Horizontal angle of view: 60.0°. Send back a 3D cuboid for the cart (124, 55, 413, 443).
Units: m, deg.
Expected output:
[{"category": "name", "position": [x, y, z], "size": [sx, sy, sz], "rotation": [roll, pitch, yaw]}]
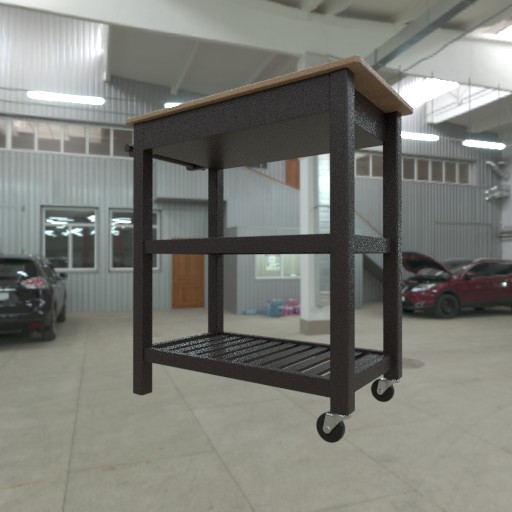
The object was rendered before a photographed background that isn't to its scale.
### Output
[{"category": "cart", "position": [0.000, 0.000, 1.466], "size": [0.899, 0.927, 0.457], "rotation": [0, -1, 35]}]
